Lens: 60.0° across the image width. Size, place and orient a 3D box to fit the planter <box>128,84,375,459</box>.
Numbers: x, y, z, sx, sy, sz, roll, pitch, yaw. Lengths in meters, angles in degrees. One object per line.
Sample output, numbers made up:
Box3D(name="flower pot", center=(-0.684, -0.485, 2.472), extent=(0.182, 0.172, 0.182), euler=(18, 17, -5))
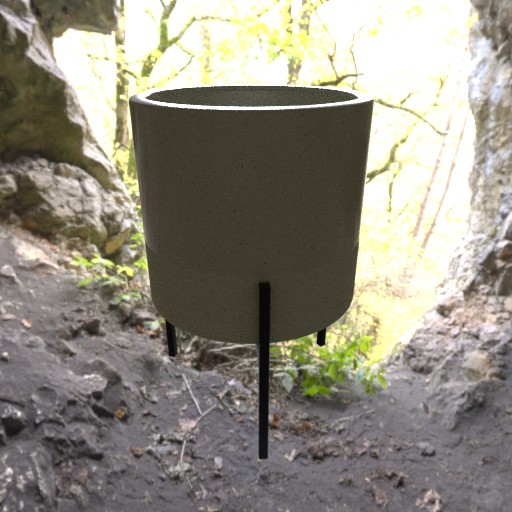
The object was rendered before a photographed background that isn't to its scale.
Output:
Box3D(name="planter", center=(0.000, 0.000, 0.332), extent=(0.159, 0.230, 0.152), euler=(-17, 30, -32))
